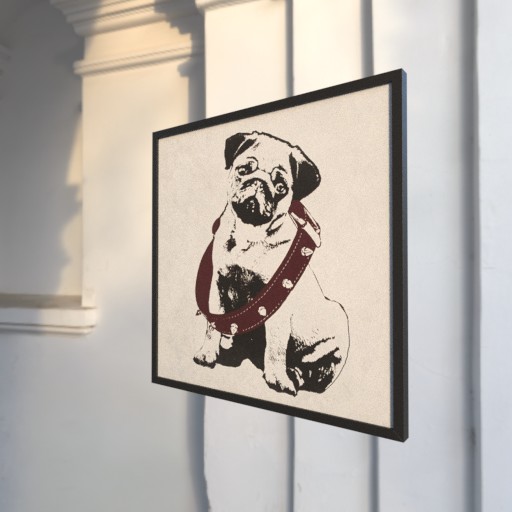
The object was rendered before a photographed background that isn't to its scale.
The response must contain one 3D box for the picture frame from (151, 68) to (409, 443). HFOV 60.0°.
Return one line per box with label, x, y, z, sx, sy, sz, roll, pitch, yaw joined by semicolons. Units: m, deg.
picture frame;0.000;0.000;1.157;0.775;0.775;0.032;-1;-1;36
